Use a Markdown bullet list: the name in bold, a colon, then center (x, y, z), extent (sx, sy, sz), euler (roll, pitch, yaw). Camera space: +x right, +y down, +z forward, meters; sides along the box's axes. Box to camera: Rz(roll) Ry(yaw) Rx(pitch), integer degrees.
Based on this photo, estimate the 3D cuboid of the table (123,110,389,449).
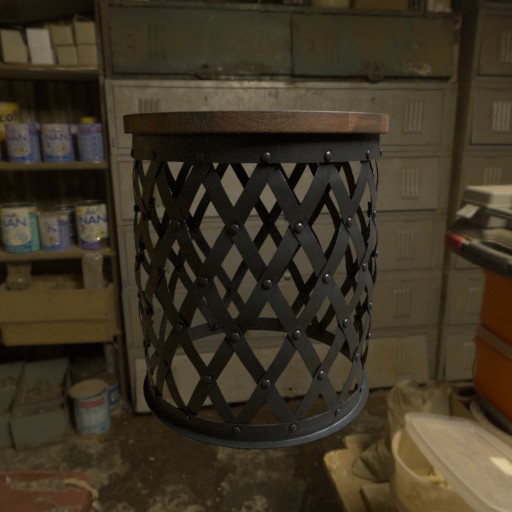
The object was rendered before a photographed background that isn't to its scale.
- **table**: center (0.000, 0.000, 0.759), extent (0.405, 0.454, 0.405), euler (0, 15, 0)
